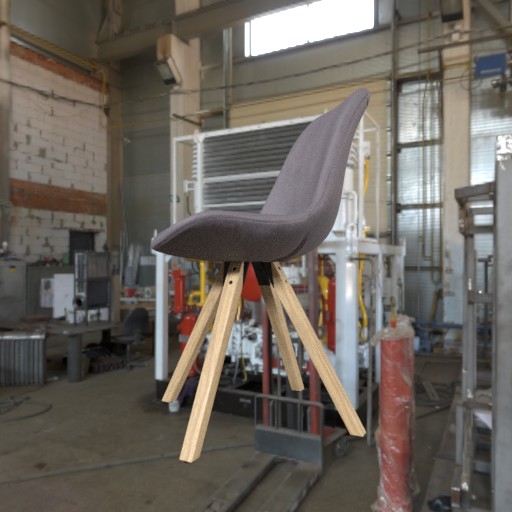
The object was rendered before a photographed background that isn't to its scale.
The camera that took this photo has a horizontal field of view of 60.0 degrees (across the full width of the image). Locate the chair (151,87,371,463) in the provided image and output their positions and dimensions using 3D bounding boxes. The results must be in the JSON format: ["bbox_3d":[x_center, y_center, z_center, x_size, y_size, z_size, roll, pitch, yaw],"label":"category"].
[{"bbox_3d":[0.000,0.000,1.189,0.547,0.865,0.483,0,0,-17],"label":"chair"}]
